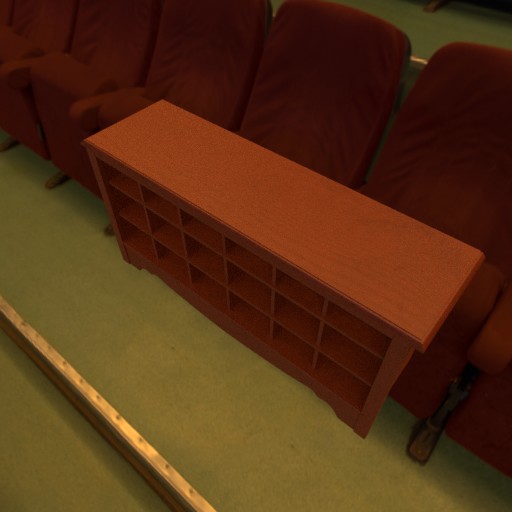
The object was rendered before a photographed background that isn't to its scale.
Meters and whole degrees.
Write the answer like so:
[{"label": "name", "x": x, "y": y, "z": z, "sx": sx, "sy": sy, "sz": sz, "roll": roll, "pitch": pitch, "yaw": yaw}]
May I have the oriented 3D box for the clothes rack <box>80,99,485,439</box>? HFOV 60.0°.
[{"label": "clothes rack", "x": 0.000, "y": 0.000, "z": 1.536, "sx": 1.251, "sy": 0.594, "sz": 0.362, "roll": 32, "pitch": 55, "yaw": 26}]
